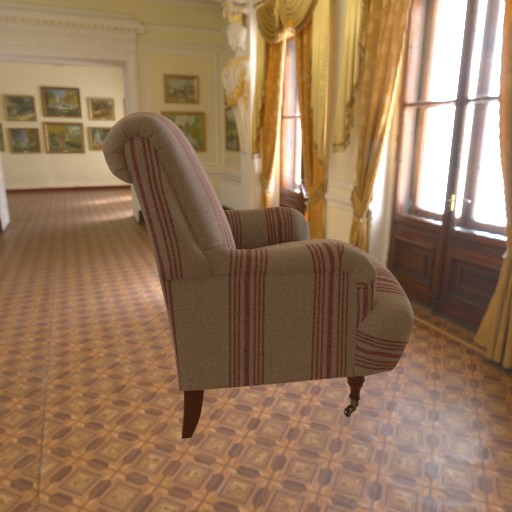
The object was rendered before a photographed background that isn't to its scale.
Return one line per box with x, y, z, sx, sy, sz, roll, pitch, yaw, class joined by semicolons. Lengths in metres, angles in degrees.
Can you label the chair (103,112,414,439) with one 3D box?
0.000;0.000;1.846;1.058;1.123;0.933;-3;15;-9;chair
